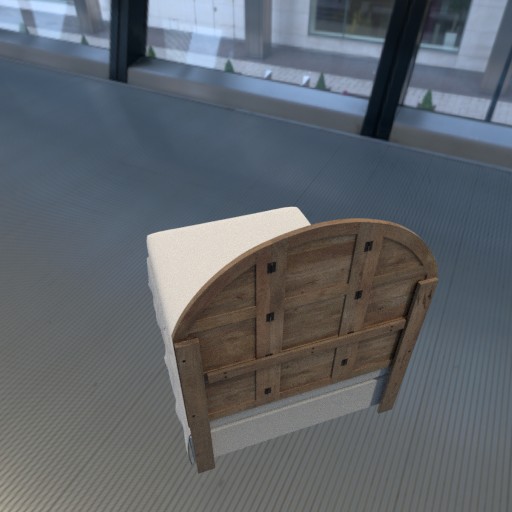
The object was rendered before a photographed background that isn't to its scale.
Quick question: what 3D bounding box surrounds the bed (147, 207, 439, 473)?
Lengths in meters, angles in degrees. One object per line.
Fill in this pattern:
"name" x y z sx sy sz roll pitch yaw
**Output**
"bed" 0.000 0.000 3.517 1.713 2.002 2.112 -12 41 -14
